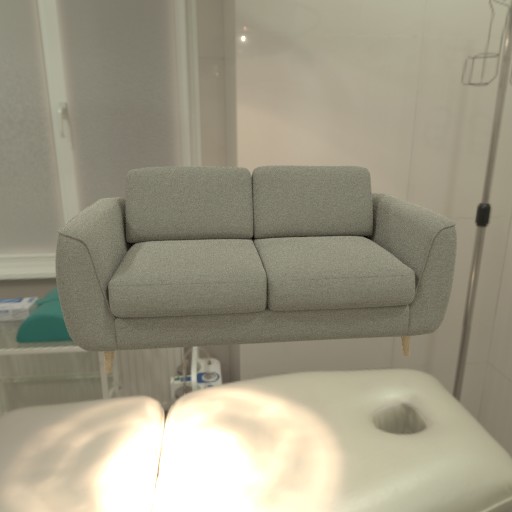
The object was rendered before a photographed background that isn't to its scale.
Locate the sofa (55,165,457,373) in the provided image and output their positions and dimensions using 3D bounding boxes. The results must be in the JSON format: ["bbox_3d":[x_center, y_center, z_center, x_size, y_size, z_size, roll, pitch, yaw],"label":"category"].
[{"bbox_3d":[0.000,0.000,2.231,1.700,0.850,0.920,-2,16,-6],"label":"sofa"}]
